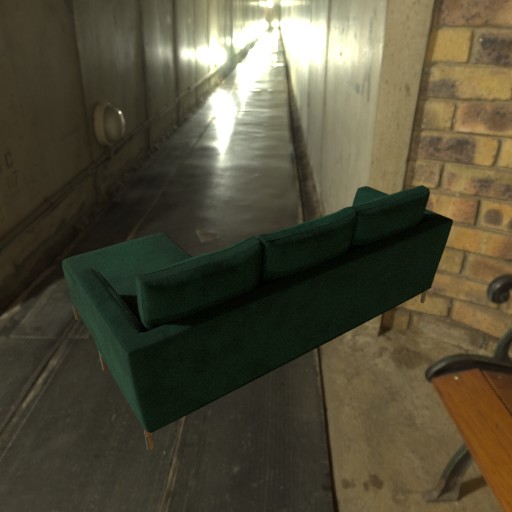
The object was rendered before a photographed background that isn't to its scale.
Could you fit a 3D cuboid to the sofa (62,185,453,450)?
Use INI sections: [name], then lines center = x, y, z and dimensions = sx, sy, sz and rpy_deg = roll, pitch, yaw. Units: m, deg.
[sofa]
center = 0.000, 0.000, 3.208
dimensions = 2.441, 1.007, 1.489
rpy_deg = -19, 35, -30
